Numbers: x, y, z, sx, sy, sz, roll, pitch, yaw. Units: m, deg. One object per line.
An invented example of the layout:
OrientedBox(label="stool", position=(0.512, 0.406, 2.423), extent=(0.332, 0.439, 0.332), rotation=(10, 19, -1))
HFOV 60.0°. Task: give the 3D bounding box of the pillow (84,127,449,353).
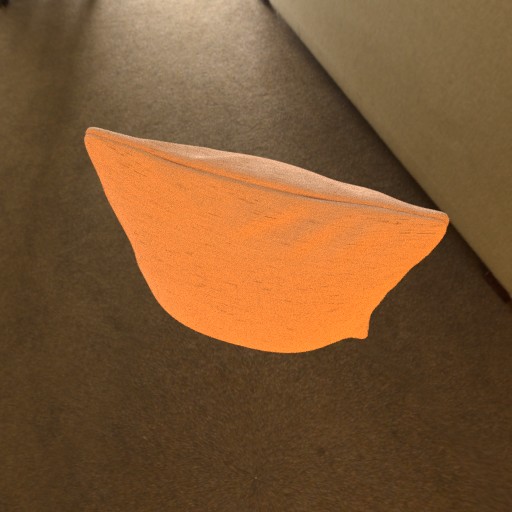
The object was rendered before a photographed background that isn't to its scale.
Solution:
OrientedBox(label="pillow", position=(0.000, 0.000, 0.675), extent=(0.432, 0.415, 0.246), rotation=(15, 64, 7))
